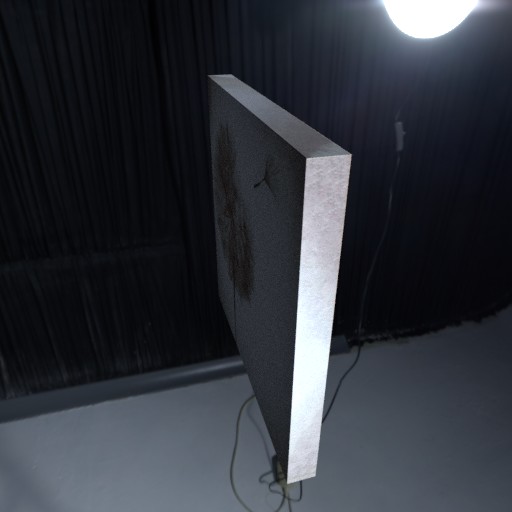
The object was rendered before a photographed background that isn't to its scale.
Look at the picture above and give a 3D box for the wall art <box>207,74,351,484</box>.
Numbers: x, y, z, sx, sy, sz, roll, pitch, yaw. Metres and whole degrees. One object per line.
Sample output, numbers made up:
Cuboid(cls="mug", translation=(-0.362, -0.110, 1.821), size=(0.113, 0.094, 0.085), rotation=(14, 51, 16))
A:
Cuboid(cls="wall art", translation=(0.000, 0.000, 0.453), size=(0.028, 0.303, 0.303), rotation=(-8, 32, -14))
